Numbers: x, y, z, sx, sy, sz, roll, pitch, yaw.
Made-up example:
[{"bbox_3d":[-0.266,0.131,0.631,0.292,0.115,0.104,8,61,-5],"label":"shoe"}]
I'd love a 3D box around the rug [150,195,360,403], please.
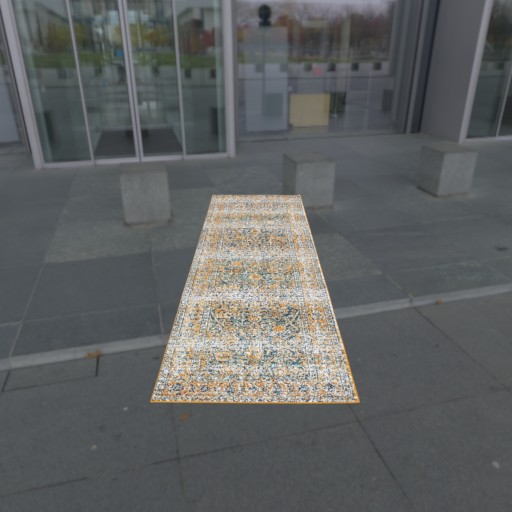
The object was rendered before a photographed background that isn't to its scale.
[{"bbox_3d":[0.000,0.000,2.521,0.704,0.014,2.294,0,25,0],"label":"rug"}]
